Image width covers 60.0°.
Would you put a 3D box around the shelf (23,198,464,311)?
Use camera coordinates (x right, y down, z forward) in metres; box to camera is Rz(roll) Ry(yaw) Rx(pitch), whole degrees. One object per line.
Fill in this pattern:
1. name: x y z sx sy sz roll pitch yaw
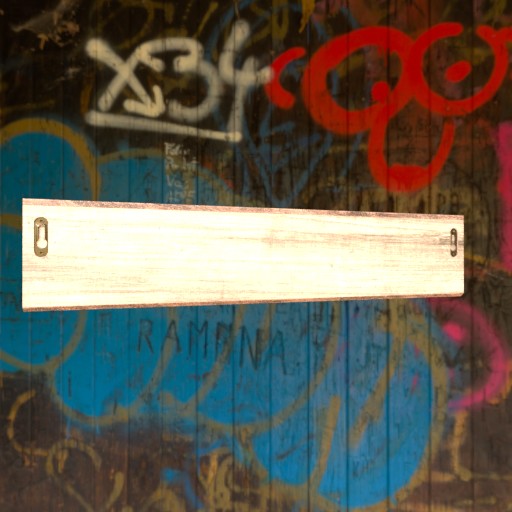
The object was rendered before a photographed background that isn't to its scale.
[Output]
1. shelf: 0.000 0.000 0.679 0.610 0.125 0.200 0 0 -19
